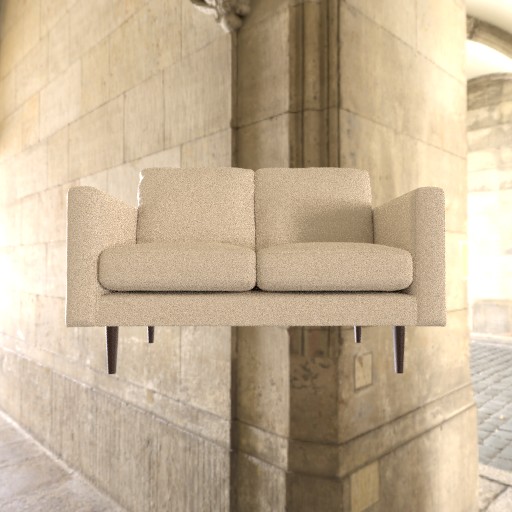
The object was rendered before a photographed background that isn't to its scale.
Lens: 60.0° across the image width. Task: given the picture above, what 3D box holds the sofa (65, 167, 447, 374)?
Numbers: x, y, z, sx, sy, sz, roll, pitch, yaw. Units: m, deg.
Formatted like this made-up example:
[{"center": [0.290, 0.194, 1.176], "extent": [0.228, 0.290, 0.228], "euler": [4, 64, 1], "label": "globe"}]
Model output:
[{"center": [0.000, 0.000, 2.010], "extent": [1.430, 0.908, 0.796], "euler": [0, -1, -1], "label": "sofa"}]
